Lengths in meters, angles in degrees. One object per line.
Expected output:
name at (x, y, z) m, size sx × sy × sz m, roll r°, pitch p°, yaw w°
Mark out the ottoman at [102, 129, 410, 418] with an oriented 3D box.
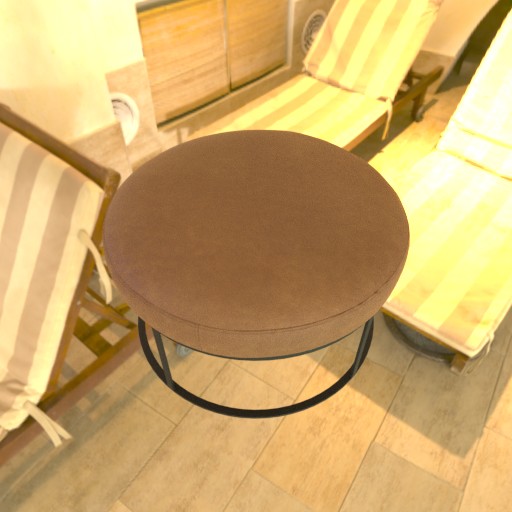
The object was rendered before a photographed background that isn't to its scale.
ottoman at (0.000, 0.000, 1.249) m, size 0.771 × 0.460 × 0.771 m, roll 0°, pitch 45°, yaw 0°
